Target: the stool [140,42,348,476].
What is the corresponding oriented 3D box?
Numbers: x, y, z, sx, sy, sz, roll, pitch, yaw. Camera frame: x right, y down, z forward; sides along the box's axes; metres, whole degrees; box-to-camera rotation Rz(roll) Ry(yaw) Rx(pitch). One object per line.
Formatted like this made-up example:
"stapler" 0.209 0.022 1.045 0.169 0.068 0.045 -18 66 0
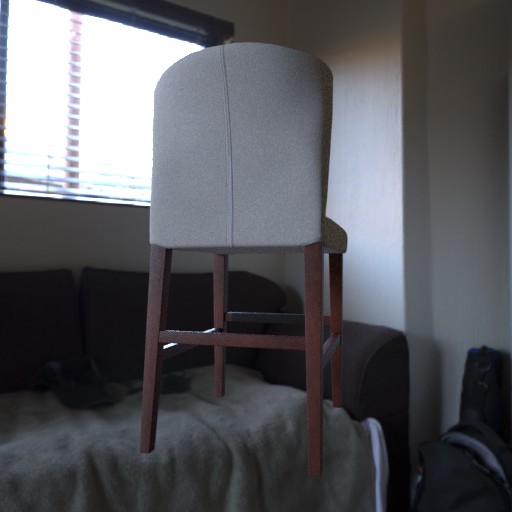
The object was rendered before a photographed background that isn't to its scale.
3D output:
"stool" 0.000 0.000 1.274 0.479 0.968 0.568 0 -1 16
